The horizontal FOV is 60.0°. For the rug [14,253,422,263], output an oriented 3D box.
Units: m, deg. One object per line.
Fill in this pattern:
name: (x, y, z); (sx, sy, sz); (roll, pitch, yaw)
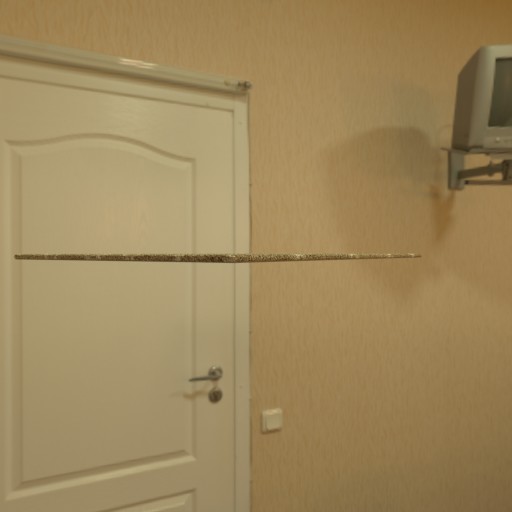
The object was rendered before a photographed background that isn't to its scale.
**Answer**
rug: (0.000, 0.000, 2.971); (1.524, 0.030, 2.438); (0, 0, 35)
